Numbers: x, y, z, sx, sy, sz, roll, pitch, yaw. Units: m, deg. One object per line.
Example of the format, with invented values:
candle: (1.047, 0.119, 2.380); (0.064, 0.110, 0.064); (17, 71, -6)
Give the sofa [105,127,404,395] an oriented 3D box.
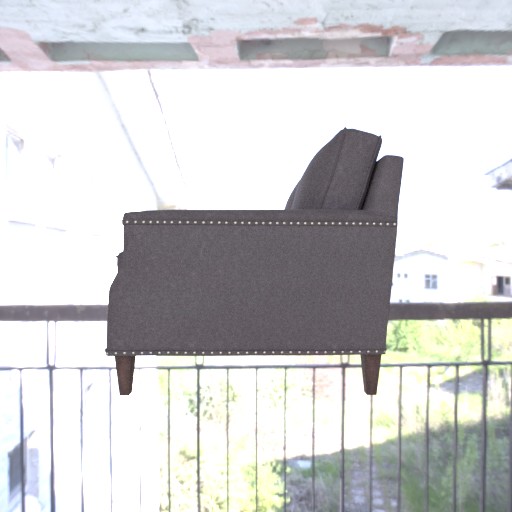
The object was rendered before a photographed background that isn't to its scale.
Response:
sofa: (0.000, 0.000, 2.331); (1.084, 1.003, 1.597); (0, 0, 0)
